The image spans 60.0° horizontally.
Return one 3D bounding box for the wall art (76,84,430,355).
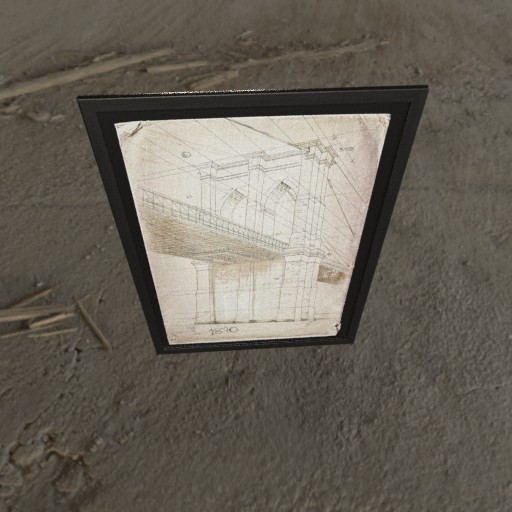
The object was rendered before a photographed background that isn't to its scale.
[{"bbox_3d":[0.000,0.000,1.243,0.707,0.967,0.013,-3,47,-3],"label":"wall art"}]
